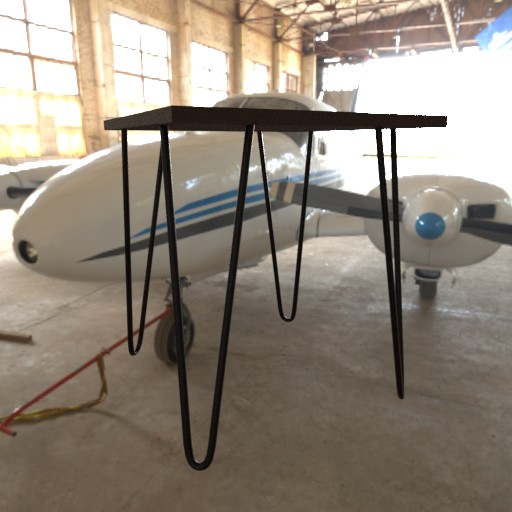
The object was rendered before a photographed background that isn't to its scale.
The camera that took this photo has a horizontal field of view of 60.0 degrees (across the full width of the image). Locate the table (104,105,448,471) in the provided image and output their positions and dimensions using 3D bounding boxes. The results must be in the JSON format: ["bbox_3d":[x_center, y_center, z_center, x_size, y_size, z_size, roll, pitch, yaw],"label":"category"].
[{"bbox_3d":[0.000,0.000,0.941,0.495,0.559,0.495,-8,16,-27],"label":"table"}]
